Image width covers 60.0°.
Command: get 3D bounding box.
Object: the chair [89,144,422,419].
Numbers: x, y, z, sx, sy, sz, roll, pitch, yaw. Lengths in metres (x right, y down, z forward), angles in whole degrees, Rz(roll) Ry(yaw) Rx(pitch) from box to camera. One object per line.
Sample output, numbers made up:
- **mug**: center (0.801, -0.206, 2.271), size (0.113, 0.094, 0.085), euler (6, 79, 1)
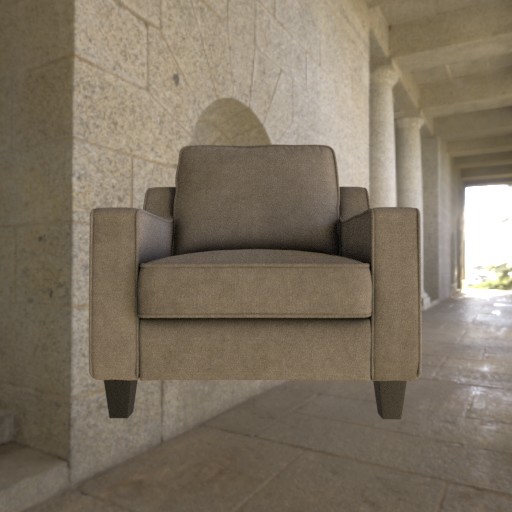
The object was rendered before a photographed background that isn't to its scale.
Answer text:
- **chair**: center (0.000, 0.000, 1.605), size (0.926, 0.944, 0.840), euler (0, -1, 1)
